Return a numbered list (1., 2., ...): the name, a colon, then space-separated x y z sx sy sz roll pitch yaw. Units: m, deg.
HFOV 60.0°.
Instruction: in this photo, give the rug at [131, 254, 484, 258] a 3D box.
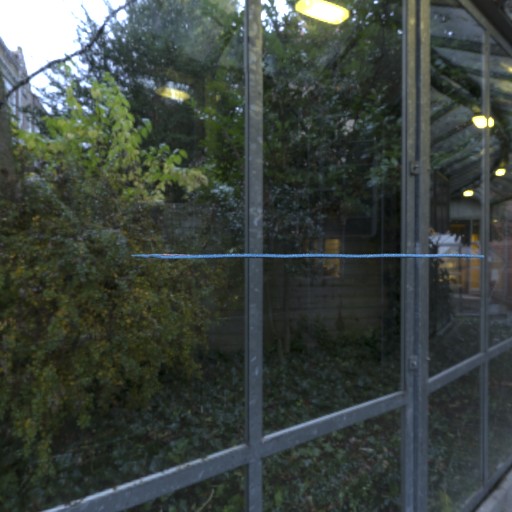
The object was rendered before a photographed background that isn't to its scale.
1. rug: 0.000 0.000 2.334 1.195 0.014 1.847 0 0 -18
